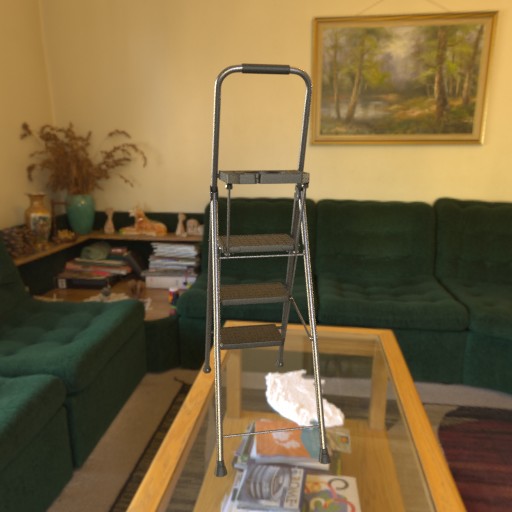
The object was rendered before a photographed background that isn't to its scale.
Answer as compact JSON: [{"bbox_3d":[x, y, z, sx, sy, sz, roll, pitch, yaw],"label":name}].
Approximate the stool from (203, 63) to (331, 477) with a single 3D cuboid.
[{"bbox_3d":[0.000,0.000,1.657,0.396,1.277,0.733,-2,14,-10],"label":"stool"}]
